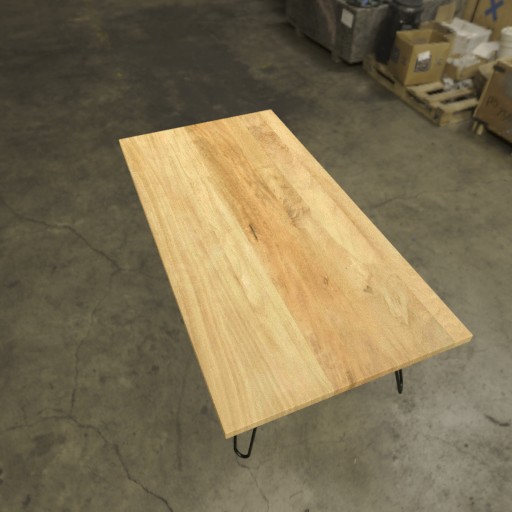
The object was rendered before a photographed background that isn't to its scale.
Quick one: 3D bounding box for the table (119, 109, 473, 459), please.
[{"bbox_3d":[0.000,0.000,1.665,0.699,0.400,1.348,-16,48,-15],"label":"table"}]
